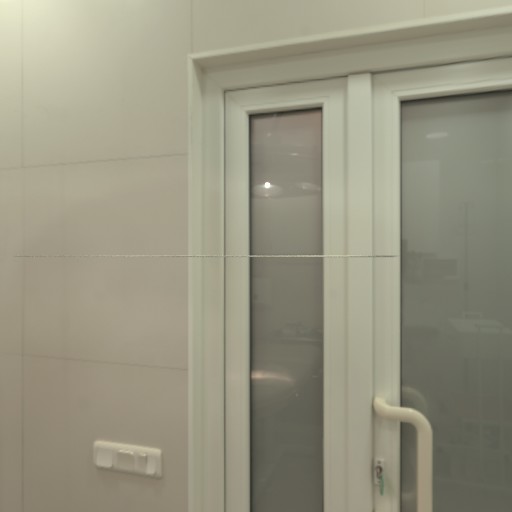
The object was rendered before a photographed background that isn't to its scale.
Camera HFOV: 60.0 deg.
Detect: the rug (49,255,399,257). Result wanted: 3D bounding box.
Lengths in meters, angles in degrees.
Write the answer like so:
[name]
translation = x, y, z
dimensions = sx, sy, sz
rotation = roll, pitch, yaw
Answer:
[rug]
translation = 0.000, 0.000, 4.032
dimensions = 2.453, 0.004, 3.037
rotation = 0, 0, 18
